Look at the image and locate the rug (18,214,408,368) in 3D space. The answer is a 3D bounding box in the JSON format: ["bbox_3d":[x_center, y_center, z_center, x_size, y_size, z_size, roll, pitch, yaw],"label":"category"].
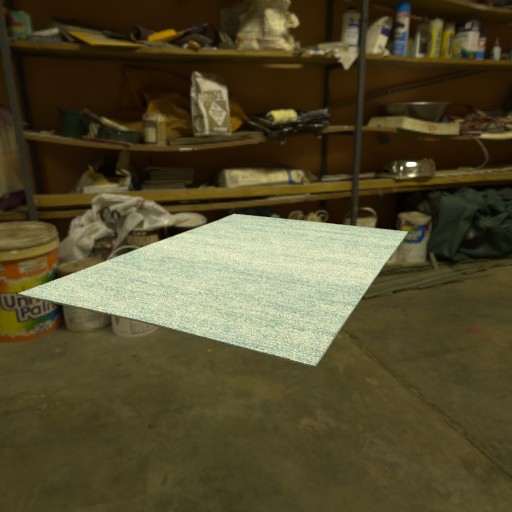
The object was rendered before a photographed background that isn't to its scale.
[{"bbox_3d":[0.000,0.000,2.933,1.613,0.030,2.306,8,19,25],"label":"rug"}]
